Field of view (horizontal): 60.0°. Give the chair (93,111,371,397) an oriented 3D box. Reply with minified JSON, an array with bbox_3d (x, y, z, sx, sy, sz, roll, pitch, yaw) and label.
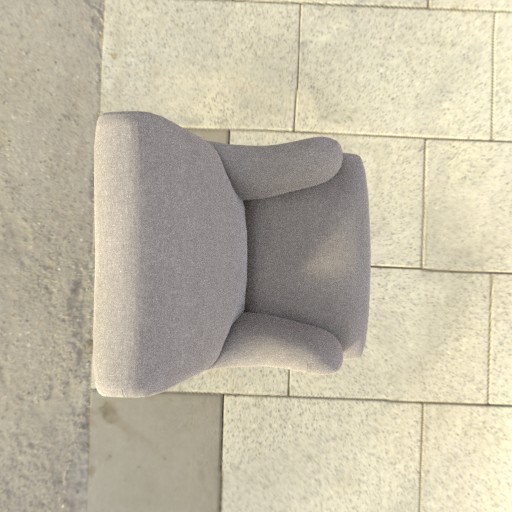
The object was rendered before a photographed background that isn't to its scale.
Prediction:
[{"bbox_3d":[0.000,0.000,1.541,0.843,0.942,0.766,0,89,0],"label":"chair"}]
